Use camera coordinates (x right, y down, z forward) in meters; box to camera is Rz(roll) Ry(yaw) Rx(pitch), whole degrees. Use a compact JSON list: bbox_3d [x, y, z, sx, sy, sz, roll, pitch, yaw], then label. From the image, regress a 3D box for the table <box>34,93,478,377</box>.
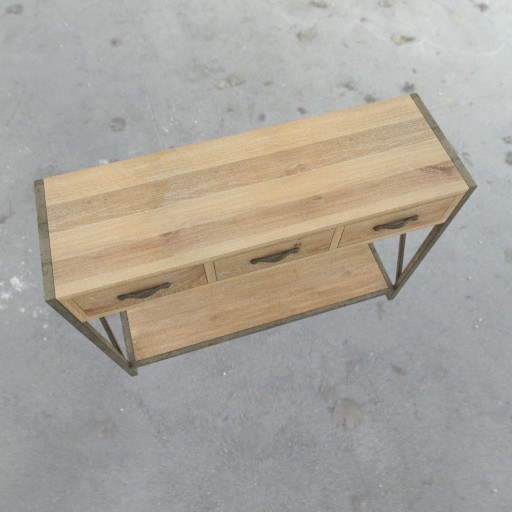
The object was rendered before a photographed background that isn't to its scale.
[{"bbox_3d":[0.000,0.000,1.444,1.059,0.763,0.361,-15,64,-8],"label":"table"}]
